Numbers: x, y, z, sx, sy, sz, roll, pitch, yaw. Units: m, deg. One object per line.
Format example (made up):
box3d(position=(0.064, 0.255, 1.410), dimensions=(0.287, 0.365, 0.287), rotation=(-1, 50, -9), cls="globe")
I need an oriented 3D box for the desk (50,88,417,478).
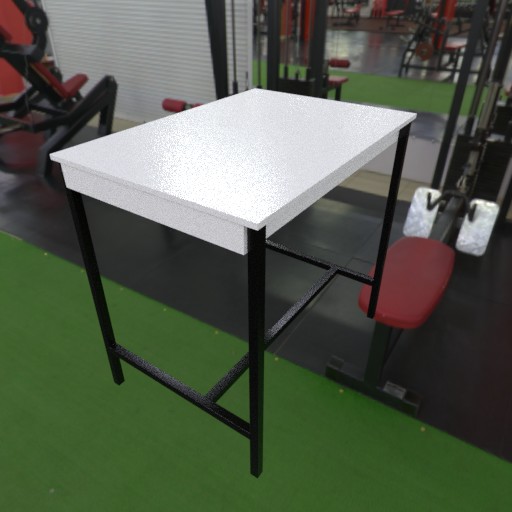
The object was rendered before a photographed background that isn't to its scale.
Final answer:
box3d(position=(0.000, 0.000, 1.352), dimensions=(0.573, 0.766, 0.811), rotation=(21, 38, 29), cls="desk")
